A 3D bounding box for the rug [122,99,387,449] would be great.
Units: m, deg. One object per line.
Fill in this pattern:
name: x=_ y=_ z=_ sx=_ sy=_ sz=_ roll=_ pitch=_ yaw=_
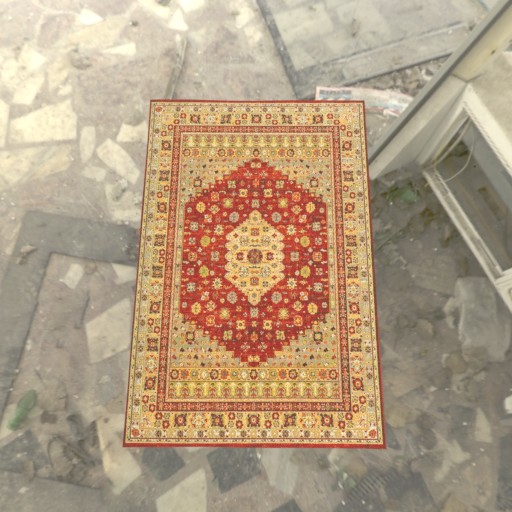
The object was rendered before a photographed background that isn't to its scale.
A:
rug: x=0.000 y=0.000 z=2.238 sx=1.194 sy=0.013 sz=1.802 roll=0 pitch=75 yaw=0
